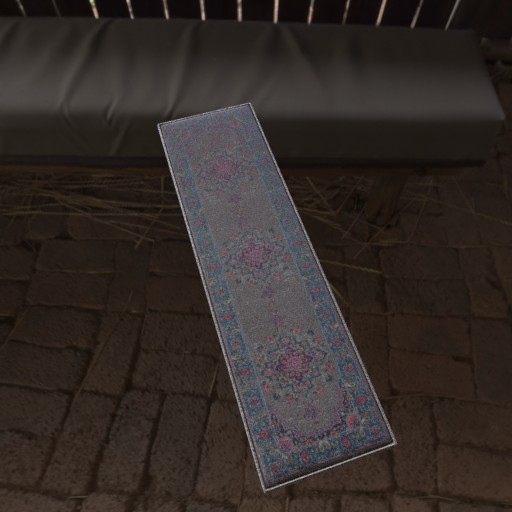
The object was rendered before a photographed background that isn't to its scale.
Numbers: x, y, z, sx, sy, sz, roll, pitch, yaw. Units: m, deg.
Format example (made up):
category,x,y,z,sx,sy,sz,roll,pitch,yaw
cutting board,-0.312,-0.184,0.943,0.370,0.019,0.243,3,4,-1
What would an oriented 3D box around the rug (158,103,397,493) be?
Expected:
category,x,y,z,sx,sy,sz,roll,pitch,yaw
rug,0.000,0.000,2.522,0.659,0.019,2.297,-16,64,-8
